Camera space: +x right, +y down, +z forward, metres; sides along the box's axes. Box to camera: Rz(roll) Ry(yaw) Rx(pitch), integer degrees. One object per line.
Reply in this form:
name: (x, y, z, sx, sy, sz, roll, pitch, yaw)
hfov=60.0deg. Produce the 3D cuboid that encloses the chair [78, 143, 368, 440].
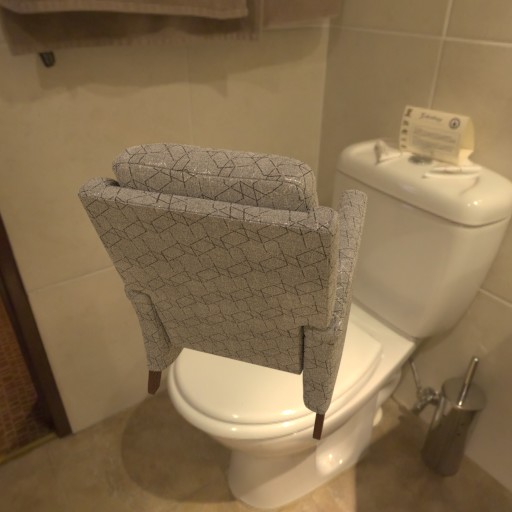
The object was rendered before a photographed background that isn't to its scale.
chair: (0.000, 0.000, 1.689, 0.753, 1.048, 0.987, 10, 33, 15)
